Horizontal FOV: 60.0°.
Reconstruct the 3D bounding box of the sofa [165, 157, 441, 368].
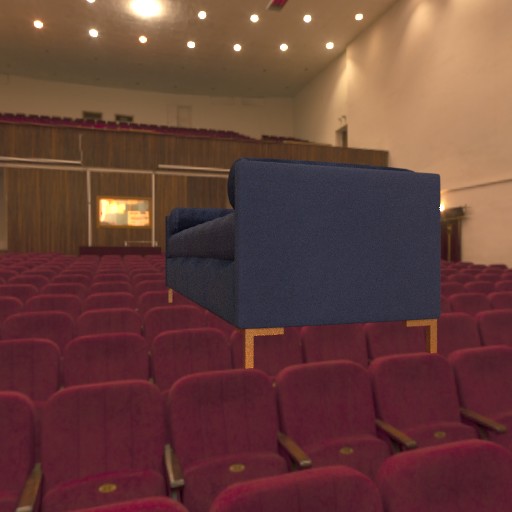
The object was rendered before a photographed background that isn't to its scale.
[{"bbox_3d":[0.000,0.000,2.484,0.796,0.705,2.102,0,0,-18],"label":"sofa"}]
